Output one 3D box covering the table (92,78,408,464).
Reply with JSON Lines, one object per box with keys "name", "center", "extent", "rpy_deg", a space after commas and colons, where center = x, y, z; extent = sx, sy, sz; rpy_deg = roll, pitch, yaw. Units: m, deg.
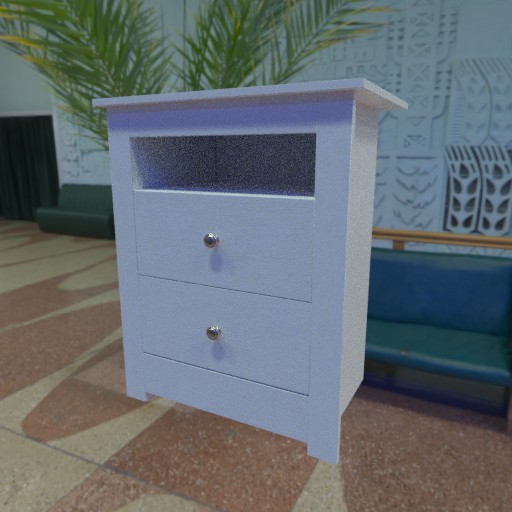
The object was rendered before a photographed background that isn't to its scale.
{"name": "table", "center": [0.000, 0.000, 1.073], "extent": [0.589, 0.711, 0.406], "rpy_deg": [7, 15, 27]}
